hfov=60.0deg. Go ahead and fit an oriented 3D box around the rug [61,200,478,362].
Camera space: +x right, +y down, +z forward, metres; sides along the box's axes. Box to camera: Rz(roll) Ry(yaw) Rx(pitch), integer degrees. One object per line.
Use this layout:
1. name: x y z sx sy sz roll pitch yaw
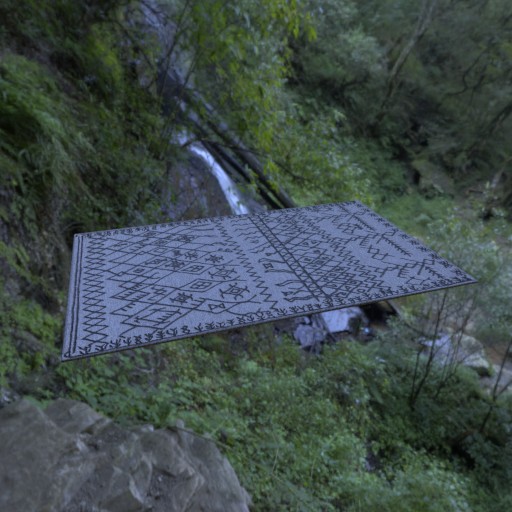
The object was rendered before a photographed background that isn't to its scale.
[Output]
1. rug: 0.000 0.000 3.090 2.444 0.012 1.526 -8 29 -16
